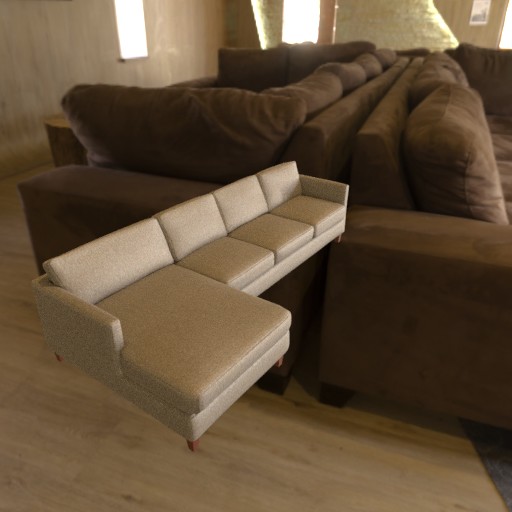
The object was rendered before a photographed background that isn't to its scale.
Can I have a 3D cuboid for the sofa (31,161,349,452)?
[{"bbox_3d":[0.000,0.000,3.832,1.502,0.876,3.201,18,32,31],"label":"sofa"}]
